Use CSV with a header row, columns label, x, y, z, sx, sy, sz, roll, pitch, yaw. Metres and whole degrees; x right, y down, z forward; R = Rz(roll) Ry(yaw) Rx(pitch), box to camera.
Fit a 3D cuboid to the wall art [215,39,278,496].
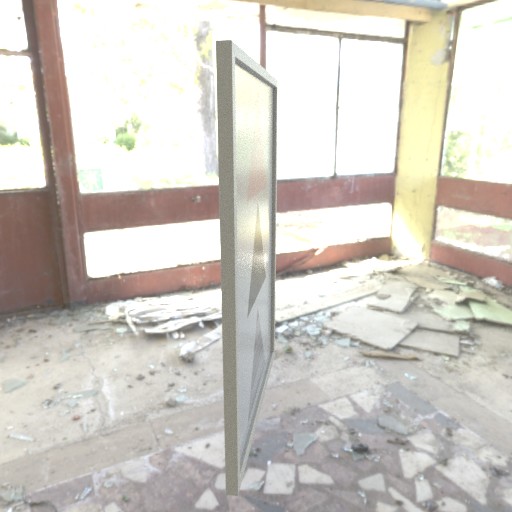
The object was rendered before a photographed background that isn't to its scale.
label,x,y,z,sx,sy,sz,roll,pitch,yaw
wall art,0.000,0.000,0.545,0.013,0.433,0.303,3,16,9
